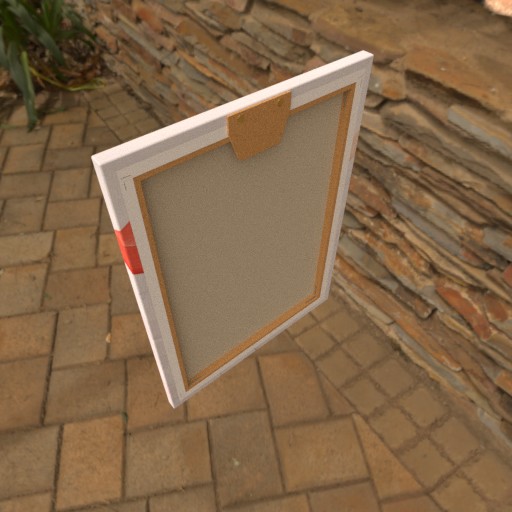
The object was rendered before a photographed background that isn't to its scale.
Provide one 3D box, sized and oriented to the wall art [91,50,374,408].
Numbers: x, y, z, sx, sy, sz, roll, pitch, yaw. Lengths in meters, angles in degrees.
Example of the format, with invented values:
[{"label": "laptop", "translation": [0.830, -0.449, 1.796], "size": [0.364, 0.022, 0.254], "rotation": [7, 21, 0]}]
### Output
[{"label": "wall art", "translation": [0.000, 0.000, 1.344], "size": [0.759, 1.014, 0.045], "rotation": [-31, 54, -26]}]
